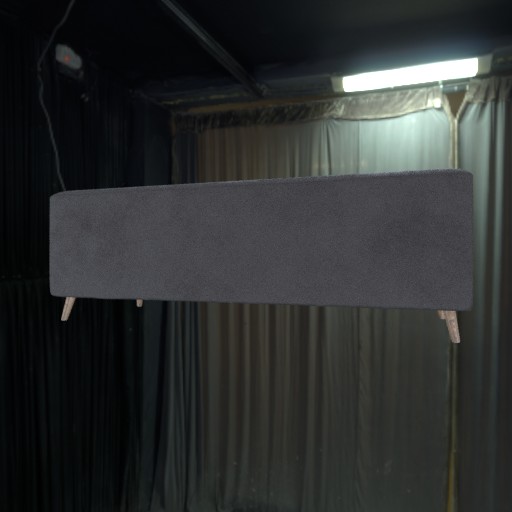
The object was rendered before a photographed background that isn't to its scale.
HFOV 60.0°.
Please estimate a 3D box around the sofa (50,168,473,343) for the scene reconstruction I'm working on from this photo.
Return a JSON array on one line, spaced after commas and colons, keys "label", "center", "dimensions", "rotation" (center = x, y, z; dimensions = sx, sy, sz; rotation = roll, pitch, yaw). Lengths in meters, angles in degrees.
[{"label": "sofa", "center": [0.000, 0.000, 2.584], "dimensions": [2.190, 0.740, 0.900], "rotation": [0, 0, 19]}]
